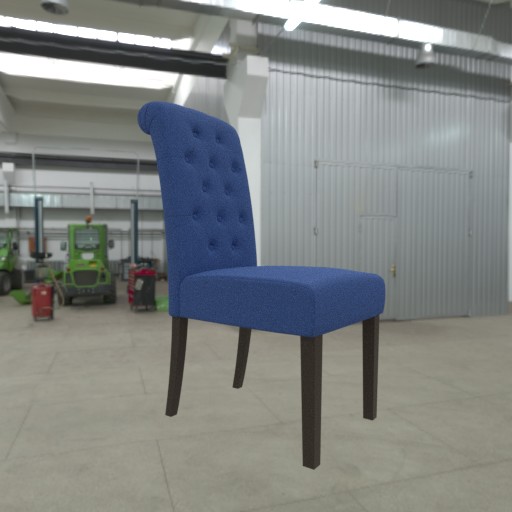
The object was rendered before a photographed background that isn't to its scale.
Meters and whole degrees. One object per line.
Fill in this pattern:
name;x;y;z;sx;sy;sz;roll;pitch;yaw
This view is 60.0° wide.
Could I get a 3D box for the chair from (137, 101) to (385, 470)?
chair;0.000;0.000;1.399;0.671;1.006;0.456;1;2;36
